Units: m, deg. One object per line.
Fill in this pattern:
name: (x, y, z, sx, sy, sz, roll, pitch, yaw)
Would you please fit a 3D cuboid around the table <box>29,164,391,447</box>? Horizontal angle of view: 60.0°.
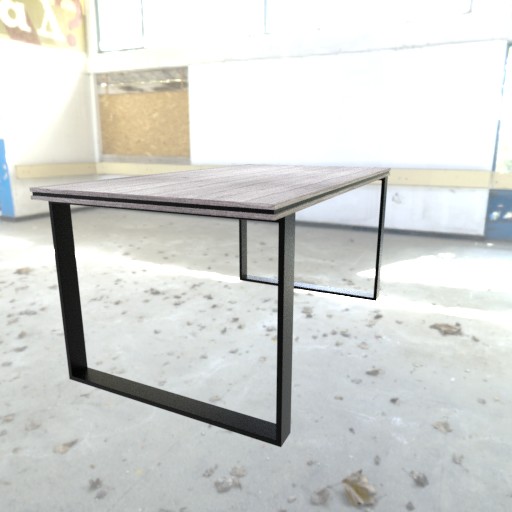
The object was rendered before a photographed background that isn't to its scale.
table: (0.000, 0.000, 2.045, 0.881, 0.736, 1.579, 7, 16, 25)
